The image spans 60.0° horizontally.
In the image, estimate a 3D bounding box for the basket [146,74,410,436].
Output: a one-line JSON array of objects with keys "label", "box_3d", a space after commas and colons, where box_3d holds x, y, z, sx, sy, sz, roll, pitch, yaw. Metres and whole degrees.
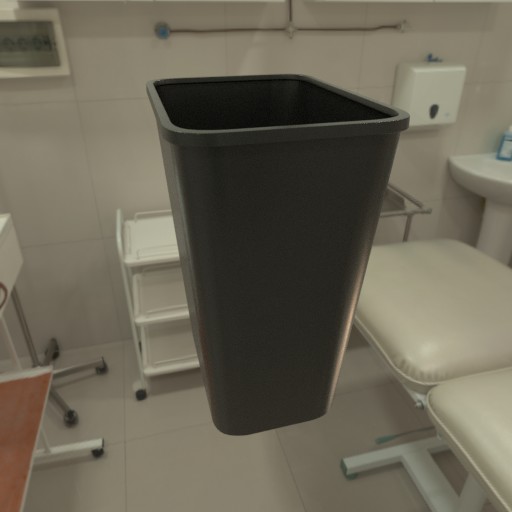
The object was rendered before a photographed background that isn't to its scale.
[{"label": "basket", "box_3d": [0.000, 0.000, 0.750, 0.287, 0.521, 0.394, -8, 31, -13]}]
